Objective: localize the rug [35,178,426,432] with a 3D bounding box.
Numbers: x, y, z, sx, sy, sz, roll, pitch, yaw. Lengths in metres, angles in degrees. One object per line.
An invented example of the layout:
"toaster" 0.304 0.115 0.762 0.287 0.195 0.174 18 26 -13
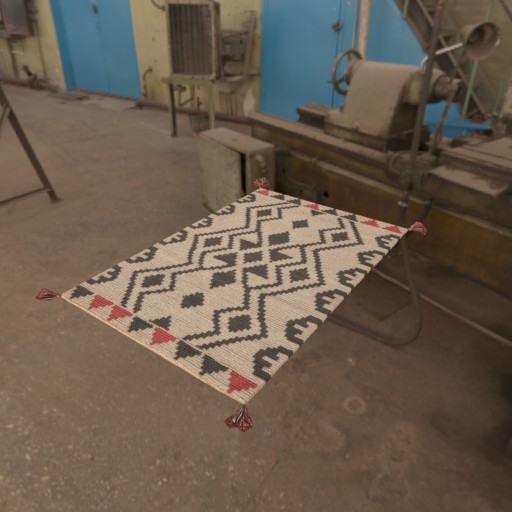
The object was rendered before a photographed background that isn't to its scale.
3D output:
"rug" 0.000 0.000 2.653 1.444 0.067 2.069 21 37 30
